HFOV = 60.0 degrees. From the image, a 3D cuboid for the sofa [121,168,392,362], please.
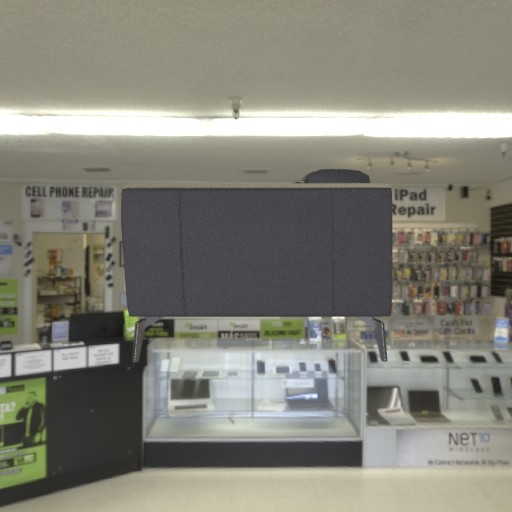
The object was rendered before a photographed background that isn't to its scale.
[{"bbox_3d":[0.000,0.000,2.801,1.048,0.814,2.330,0,0,0],"label":"sofa"}]
